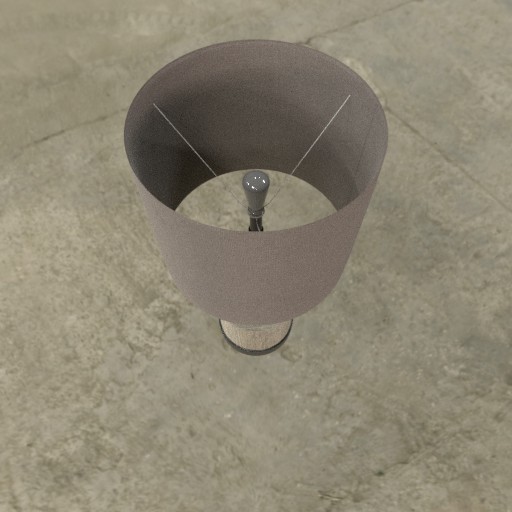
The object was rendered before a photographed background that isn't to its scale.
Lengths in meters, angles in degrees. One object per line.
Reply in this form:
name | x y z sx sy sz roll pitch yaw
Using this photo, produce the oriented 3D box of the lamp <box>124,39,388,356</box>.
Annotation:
lamp | 0.000 0.000 0.587 0.229 0.470 0.229 -3 60 -2
